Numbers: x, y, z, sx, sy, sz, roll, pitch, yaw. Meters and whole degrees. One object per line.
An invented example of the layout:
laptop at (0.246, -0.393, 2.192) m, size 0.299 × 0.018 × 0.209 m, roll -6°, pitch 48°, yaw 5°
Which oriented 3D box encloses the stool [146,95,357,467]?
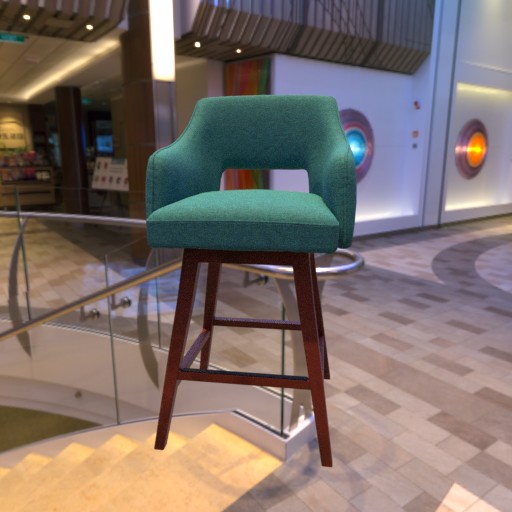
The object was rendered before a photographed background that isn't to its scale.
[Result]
stool at (0.000, 0.000, 1.308) m, size 0.548 × 0.961 × 0.556 m, roll 2°, pitch 13°, yaw 8°
